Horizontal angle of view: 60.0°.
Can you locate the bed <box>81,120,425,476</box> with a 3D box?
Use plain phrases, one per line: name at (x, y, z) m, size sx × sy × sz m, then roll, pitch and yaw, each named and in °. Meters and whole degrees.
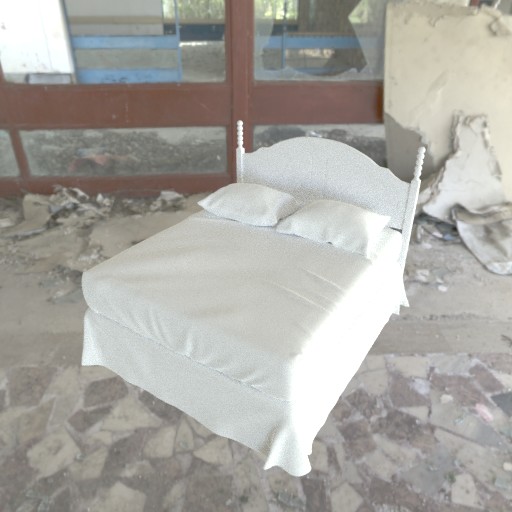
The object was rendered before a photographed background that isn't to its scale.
bed at (0.000, 0.000, 3.177) m, size 1.873 × 1.356 × 2.040 m, roll 17°, pitch 34°, yaw 28°
